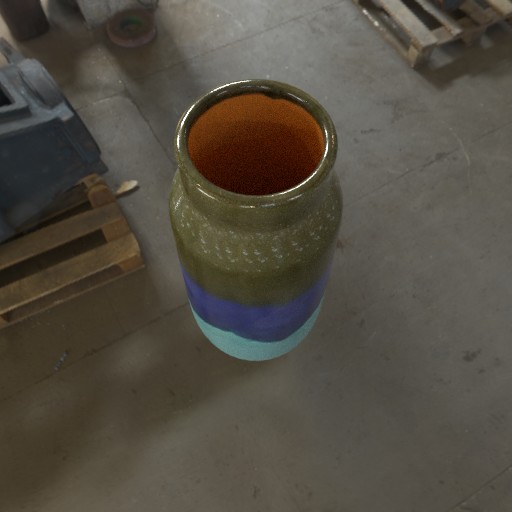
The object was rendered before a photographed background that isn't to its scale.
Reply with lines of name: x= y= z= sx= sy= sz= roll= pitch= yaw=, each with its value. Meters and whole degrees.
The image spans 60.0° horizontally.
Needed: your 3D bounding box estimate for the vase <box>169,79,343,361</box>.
vase: x=0.000 y=0.000 z=0.390 sx=0.139 sy=0.313 sz=0.139 roll=0 pitch=64 yaw=0
